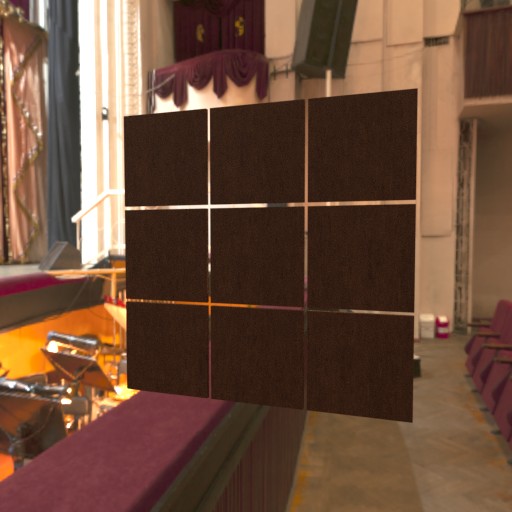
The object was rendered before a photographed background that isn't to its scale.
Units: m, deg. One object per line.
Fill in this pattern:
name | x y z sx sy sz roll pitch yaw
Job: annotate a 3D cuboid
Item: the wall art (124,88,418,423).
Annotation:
wall art | 0.000 0.000 1.353 0.915 0.914 0.013 1 3 18
